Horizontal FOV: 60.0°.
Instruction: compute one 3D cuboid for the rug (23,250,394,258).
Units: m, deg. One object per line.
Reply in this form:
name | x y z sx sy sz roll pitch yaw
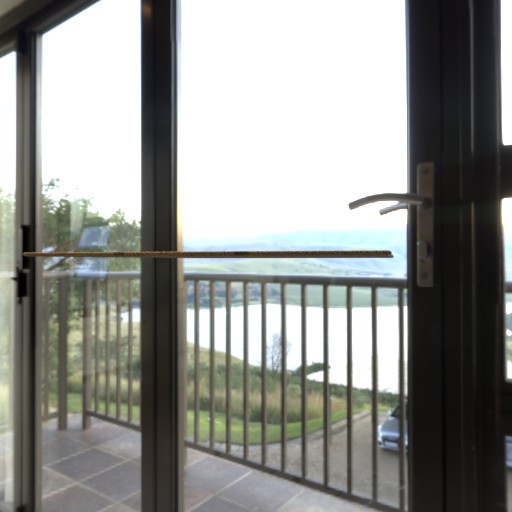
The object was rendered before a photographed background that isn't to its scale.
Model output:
rug | 0.000 0.000 4.057 2.399 0.026 3.000 0 -1 18
